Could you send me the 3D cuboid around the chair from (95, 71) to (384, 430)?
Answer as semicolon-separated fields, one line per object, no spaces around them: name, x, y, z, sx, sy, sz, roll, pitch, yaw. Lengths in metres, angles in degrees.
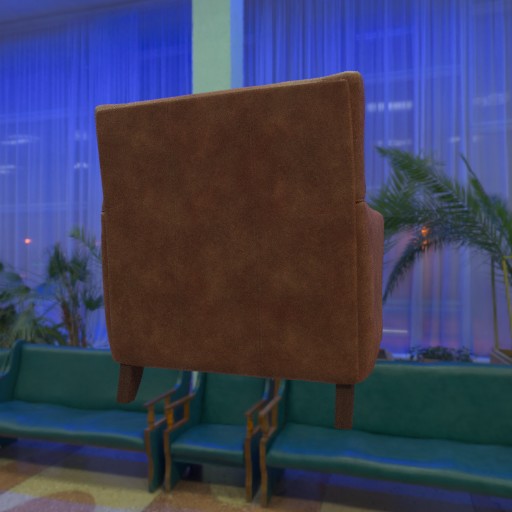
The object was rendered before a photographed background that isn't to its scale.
chair;0.000;0.000;1.610;0.870;0.943;0.823;0;-1;18
